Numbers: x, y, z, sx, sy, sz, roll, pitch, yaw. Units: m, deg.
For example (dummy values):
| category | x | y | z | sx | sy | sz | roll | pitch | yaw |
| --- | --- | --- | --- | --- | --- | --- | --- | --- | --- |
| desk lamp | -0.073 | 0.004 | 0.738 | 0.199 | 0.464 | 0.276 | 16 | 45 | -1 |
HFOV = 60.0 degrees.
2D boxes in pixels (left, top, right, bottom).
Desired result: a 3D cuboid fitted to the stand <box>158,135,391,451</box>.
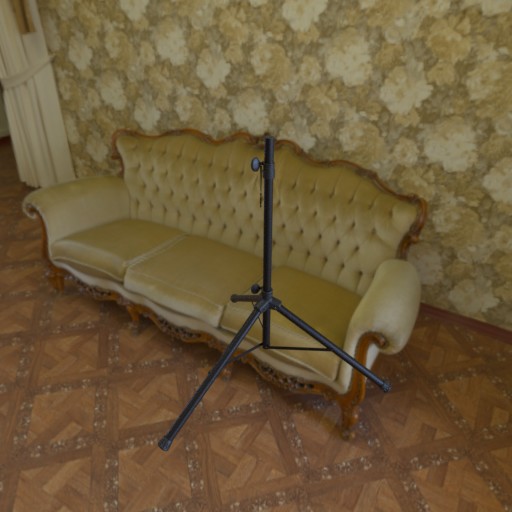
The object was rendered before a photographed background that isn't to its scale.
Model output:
| category | x | y | z | sx | sy | sz | roll | pitch | yaw |
| --- | --- | --- | --- | --- | --- | --- | --- | --- | --- |
| stand | 0.000 | 0.000 | 1.937 | 1.045 | 1.136 | 0.907 | -8 | 33 | -13 |
